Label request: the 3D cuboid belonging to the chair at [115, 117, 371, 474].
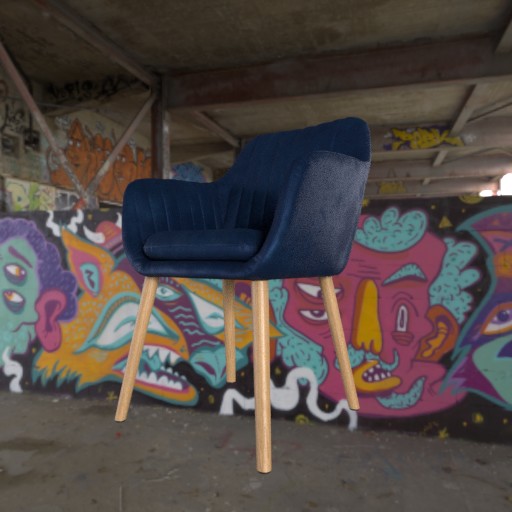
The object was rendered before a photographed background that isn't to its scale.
[{"bbox_3d":[0.000,0.000,1.199,0.578,0.826,0.573,0,0,36],"label":"chair"}]
